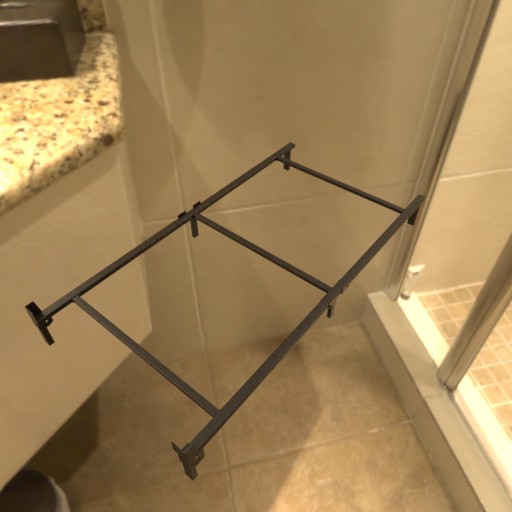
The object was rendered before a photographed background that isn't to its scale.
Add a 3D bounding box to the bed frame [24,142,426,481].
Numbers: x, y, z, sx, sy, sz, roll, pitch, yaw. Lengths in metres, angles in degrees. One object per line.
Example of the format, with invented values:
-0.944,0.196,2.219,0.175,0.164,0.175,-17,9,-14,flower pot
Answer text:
0.000,0.000,2.254,0.968,0.248,1.897,30,52,27,bed frame
